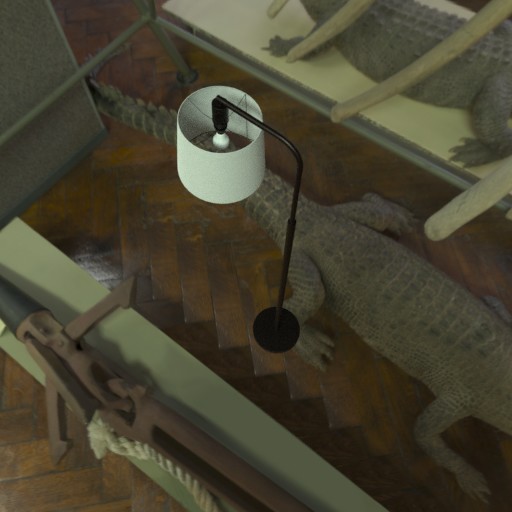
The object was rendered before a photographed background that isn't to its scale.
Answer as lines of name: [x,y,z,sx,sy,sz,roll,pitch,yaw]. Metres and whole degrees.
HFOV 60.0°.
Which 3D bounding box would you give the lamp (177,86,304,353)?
lamp: [0.000,0.000,1.686,0.508,1.478,0.254,33,69,15]
